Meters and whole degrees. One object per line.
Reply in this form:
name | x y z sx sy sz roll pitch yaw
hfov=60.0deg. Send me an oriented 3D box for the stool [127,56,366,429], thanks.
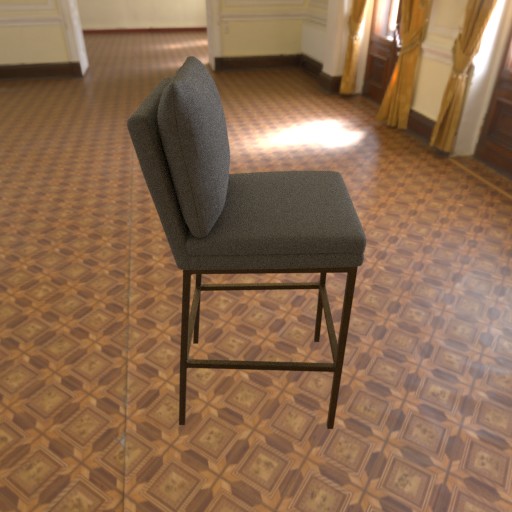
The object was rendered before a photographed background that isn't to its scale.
stool | 0.000 0.000 1.408 0.569 1.132 0.463 0 33 0
